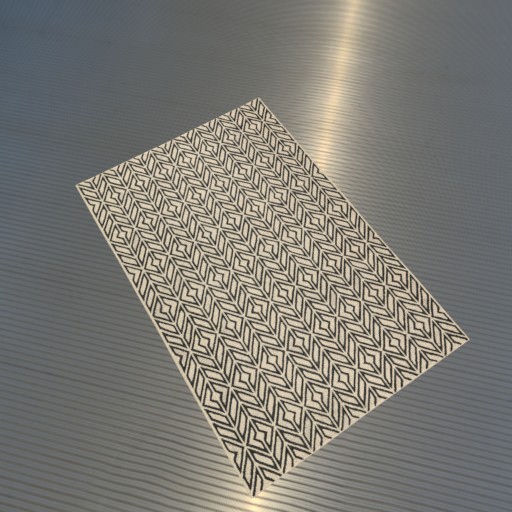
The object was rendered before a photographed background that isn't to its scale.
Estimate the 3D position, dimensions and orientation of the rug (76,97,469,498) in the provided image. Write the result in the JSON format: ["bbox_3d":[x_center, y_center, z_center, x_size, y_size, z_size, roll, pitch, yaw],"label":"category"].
[{"bbox_3d":[0.000,0.000,2.281,1.220,0.007,1.828,-30,68,-14],"label":"rug"}]
